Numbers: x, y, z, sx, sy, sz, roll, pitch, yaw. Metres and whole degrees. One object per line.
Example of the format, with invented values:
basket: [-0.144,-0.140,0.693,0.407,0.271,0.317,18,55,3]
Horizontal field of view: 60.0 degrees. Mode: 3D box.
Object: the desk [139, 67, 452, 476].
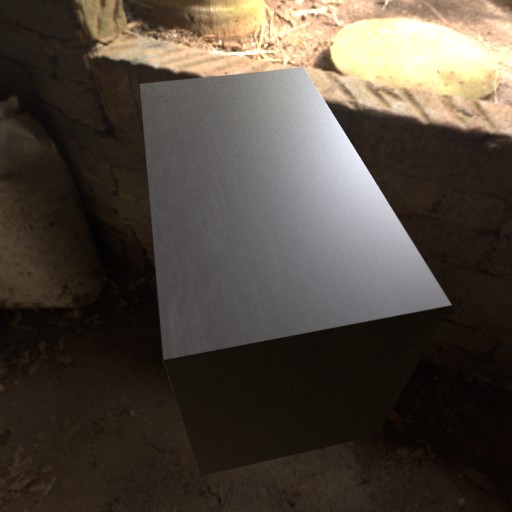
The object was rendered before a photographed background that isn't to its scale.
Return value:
desk: [0.000,0.000,1.517,0.600,0.750,1.100,-9,49,-8]
